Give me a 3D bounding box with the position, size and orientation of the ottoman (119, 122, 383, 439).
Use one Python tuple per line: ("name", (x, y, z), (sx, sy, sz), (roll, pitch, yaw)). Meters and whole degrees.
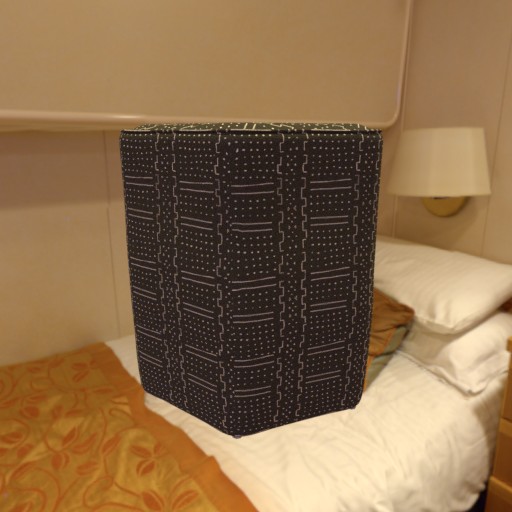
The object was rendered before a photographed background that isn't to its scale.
("ottoman", (0.000, 0.000, 0.885), (0.443, 0.502, 0.494), (2, 15, 8))
